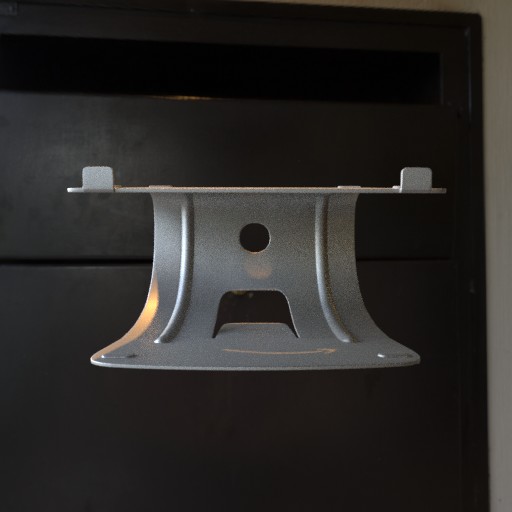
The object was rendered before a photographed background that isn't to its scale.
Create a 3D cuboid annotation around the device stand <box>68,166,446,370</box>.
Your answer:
[{"bbox_3d":[0.000,0.000,0.404,0.256,0.155,0.236,0,-1,-1],"label":"device stand"}]
